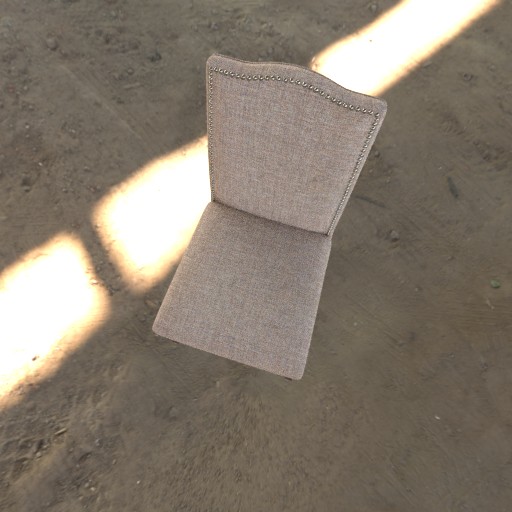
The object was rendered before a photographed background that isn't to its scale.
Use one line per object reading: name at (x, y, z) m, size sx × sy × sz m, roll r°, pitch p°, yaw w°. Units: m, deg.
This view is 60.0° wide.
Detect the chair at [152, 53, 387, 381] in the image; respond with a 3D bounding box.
chair at (0.000, 0.000, 1.406) m, size 0.513 × 1.016 × 0.660 m, roll 17°, pitch 76°, yaw 4°
